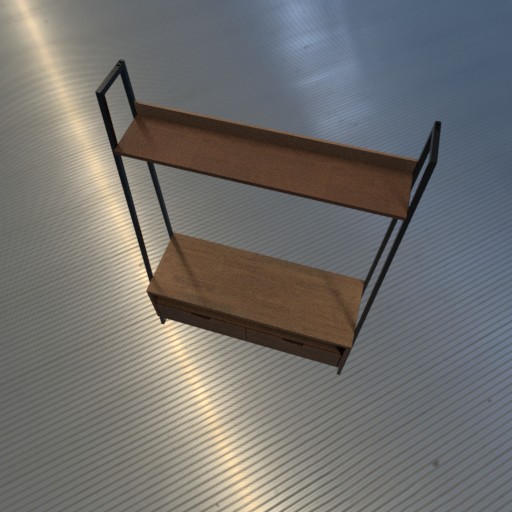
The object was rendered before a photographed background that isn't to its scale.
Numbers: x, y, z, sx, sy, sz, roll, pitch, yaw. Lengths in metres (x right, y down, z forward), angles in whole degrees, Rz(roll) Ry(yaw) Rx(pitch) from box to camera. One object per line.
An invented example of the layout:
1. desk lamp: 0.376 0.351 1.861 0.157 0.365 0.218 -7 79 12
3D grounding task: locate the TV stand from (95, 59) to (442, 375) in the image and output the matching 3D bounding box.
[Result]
1. TV stand: 0.000 0.000 2.312 1.250 1.772 0.432 14 60 9
